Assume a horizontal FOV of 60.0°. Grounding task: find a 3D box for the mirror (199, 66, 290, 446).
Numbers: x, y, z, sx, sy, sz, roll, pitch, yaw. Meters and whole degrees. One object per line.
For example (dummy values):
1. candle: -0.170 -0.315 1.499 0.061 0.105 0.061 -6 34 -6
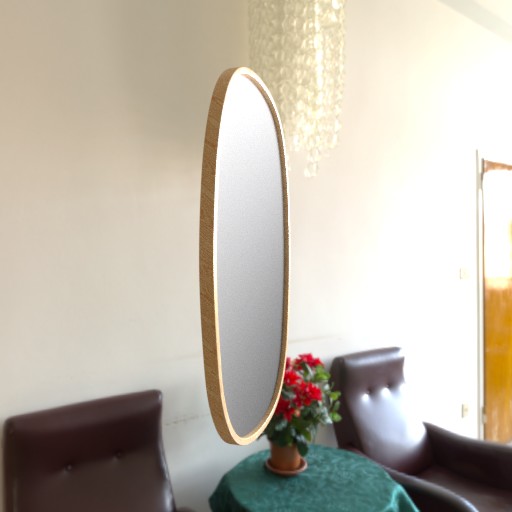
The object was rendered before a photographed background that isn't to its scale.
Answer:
1. mirror: 0.000 0.000 1.353 0.037 1.075 0.724 0 0 18
